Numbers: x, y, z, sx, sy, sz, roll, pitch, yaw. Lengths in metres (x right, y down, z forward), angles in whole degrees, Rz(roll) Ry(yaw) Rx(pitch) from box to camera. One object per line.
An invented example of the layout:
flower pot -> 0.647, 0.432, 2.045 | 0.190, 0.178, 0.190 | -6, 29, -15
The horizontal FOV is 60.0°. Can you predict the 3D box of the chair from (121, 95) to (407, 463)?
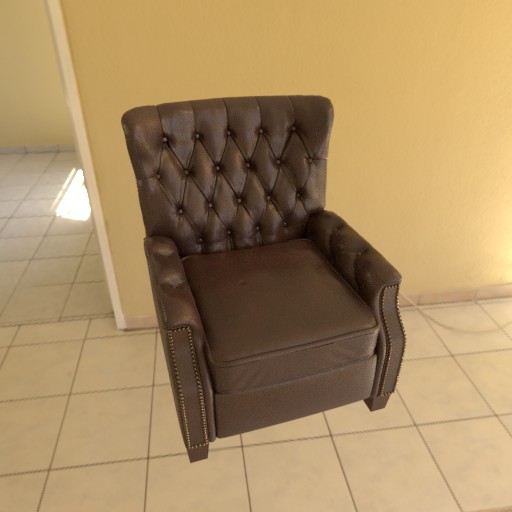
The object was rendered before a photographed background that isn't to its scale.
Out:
chair -> 0.000, 0.000, 1.458 | 0.709, 0.864, 0.823 | -10, 33, -15
